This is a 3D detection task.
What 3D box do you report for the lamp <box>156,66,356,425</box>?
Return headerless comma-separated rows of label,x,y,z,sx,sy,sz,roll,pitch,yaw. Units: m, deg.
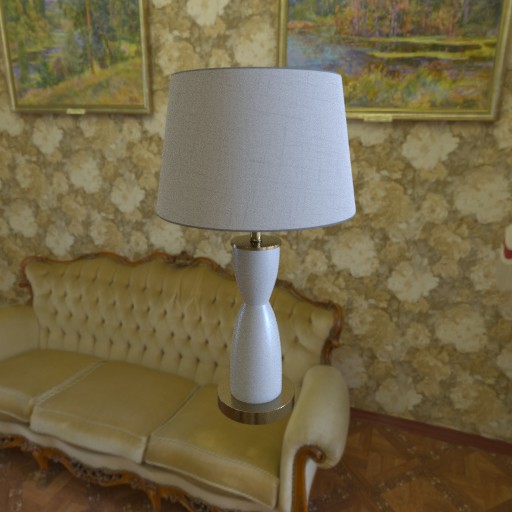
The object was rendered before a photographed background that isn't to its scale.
lamp,0.000,0.000,0.724,0.309,0.545,0.309,0,17,0
